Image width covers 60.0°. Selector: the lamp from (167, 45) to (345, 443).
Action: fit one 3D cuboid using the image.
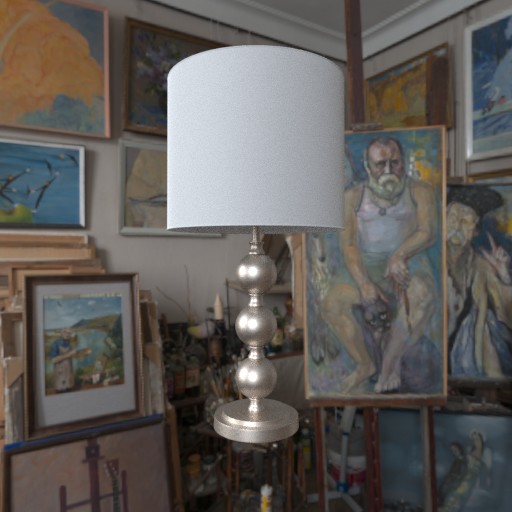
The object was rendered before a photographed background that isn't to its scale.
[{"bbox_3d":[0.000,0.000,0.702,0.277,0.538,0.277,0,1,19],"label":"lamp"}]
